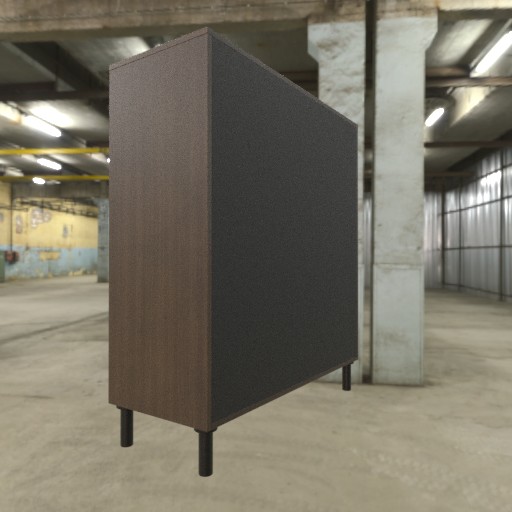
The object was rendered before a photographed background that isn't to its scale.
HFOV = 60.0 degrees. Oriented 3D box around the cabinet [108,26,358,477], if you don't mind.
[{"bbox_3d":[0.000,0.000,1.662,0.400,1.170,1.010,0,-1,35],"label":"cabinet"}]
